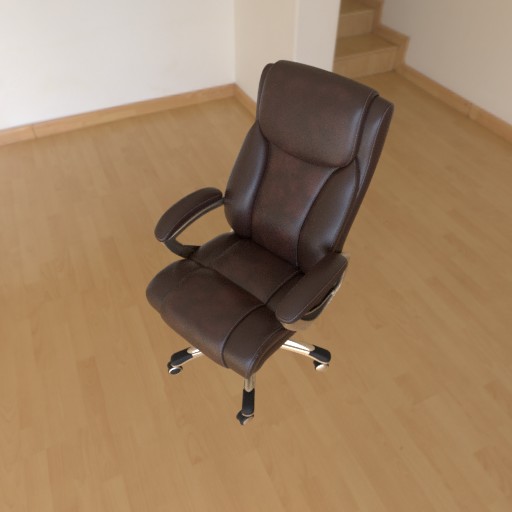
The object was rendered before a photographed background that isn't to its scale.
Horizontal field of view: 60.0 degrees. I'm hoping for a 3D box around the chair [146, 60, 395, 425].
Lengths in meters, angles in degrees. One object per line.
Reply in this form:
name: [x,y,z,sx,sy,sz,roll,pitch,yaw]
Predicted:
chair: [0.000,0.000,1.670,0.692,1.194,0.749,31,53,27]
